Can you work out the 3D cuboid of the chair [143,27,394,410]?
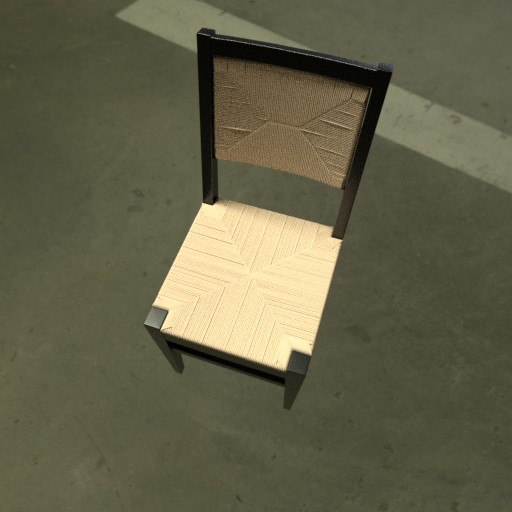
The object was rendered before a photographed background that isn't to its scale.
[{"bbox_3d":[0.000,0.000,1.220,0.437,0.927,0.552,16,60,9],"label":"chair"}]
